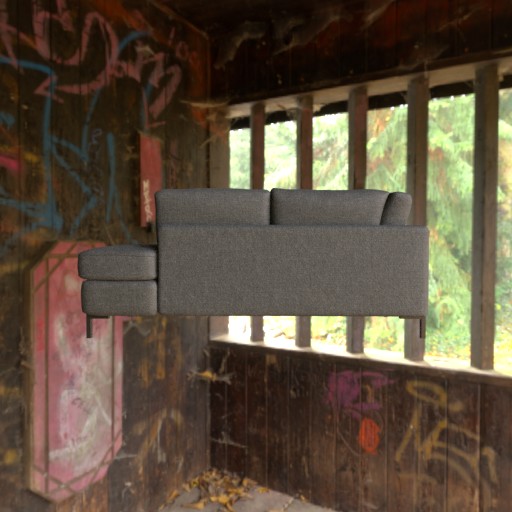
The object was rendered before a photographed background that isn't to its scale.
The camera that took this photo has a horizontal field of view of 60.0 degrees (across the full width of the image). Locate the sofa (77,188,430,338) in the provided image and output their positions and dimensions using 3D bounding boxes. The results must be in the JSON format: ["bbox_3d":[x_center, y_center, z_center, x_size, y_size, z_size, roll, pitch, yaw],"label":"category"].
[{"bbox_3d":[0.000,0.000,3.900,1.984,0.858,2.972,0,1,1],"label":"sofa"}]
